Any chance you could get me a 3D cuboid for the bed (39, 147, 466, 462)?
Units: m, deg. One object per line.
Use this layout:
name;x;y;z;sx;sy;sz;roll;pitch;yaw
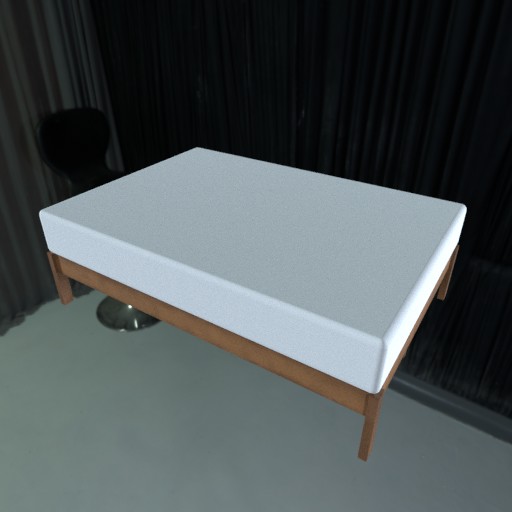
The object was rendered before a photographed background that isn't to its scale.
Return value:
bed;0.000;0.000;2.551;1.927;0.616;1.348;18;36;28
